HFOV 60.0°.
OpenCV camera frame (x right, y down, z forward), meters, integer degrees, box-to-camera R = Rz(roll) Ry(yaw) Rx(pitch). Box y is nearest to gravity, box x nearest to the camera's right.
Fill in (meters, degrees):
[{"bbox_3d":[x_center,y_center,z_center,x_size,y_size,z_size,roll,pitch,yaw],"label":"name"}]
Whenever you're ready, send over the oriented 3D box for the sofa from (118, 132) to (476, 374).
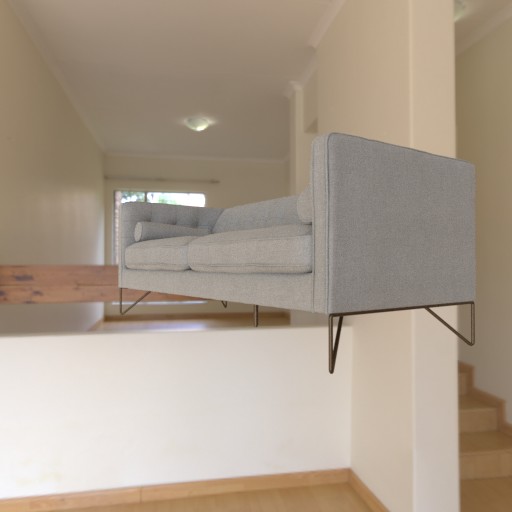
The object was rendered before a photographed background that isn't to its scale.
[{"bbox_3d":[0.000,0.000,2.503,0.912,0.798,2.079,1,-1,-35],"label":"sofa"}]
